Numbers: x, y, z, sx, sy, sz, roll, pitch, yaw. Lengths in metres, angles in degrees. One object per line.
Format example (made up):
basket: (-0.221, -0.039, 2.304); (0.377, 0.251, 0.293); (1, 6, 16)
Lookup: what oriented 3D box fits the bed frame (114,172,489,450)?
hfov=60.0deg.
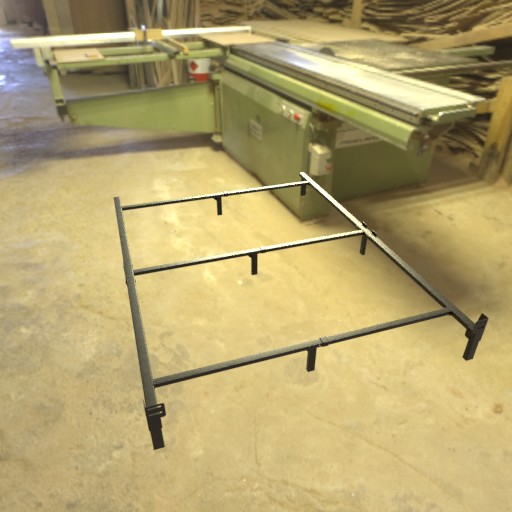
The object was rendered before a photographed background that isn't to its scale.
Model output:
bed frame: (0.000, 0.000, 2.608); (1.498, 0.248, 1.990); (-10, 34, -16)
